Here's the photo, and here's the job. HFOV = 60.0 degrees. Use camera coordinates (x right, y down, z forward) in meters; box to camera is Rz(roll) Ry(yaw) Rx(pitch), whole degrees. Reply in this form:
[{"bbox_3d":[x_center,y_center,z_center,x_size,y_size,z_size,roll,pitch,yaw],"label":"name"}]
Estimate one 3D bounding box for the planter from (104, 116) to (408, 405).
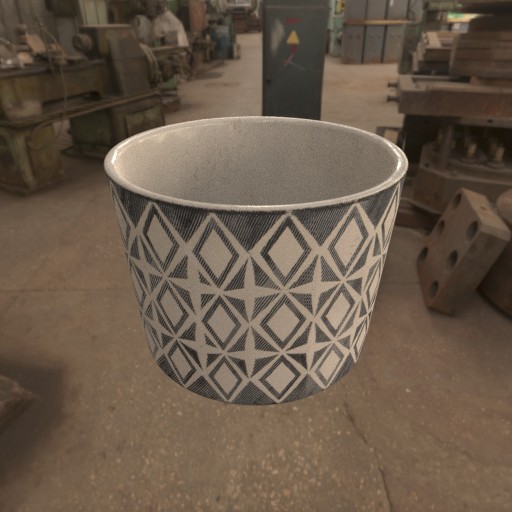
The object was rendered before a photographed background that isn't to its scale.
[{"bbox_3d":[0.000,0.000,0.449,0.260,0.220,0.260,0,30,0],"label":"planter"}]
